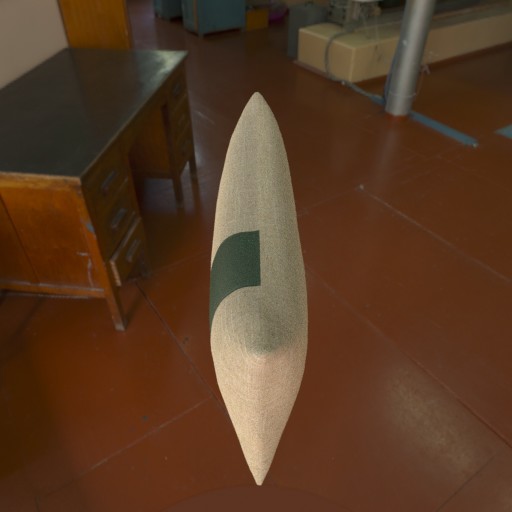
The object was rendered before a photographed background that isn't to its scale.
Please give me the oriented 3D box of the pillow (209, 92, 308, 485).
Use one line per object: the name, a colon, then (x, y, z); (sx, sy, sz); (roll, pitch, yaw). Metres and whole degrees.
pillow: (0.000, 0.000, 1.011); (0.197, 0.429, 0.859); (0, 41, 0)
